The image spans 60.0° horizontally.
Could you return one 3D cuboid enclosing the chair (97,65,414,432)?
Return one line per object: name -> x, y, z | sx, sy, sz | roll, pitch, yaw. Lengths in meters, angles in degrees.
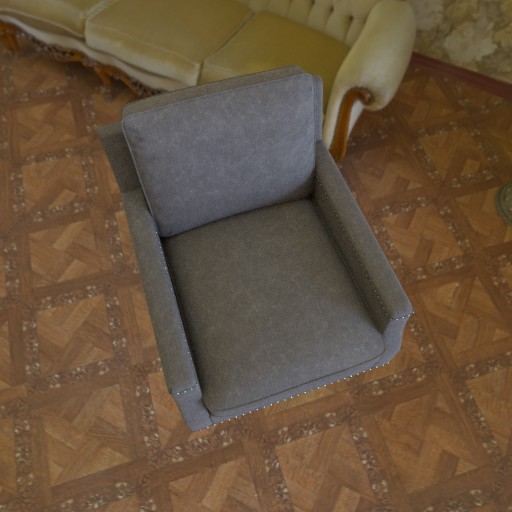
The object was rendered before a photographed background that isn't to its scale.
chair -> 0.000, 0.000, 1.682 | 0.853, 0.948, 1.014 | -17, 63, -9
